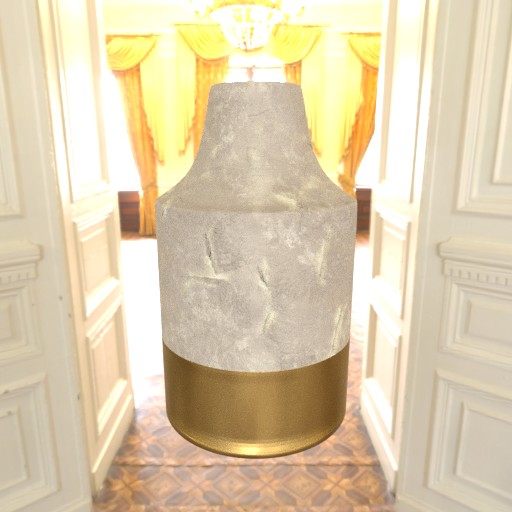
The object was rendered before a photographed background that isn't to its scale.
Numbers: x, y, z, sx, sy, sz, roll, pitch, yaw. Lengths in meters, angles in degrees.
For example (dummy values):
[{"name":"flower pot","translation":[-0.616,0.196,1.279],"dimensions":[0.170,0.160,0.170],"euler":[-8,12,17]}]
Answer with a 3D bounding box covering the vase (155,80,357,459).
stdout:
[{"name":"vase","translation":[0.000,0.000,0.423],"dimensions":[0.184,0.305,0.184],"euler":[0,14,0]}]
